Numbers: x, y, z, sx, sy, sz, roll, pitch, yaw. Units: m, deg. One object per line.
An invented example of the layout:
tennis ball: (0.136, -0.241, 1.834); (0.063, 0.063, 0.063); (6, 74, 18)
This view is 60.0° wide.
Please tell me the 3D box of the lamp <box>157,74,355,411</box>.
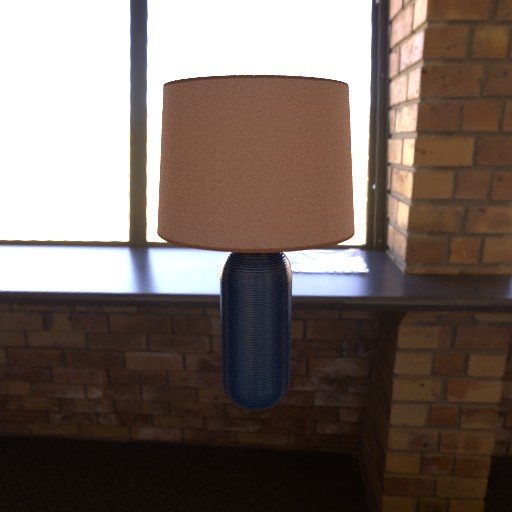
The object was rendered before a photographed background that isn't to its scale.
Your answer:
lamp: (0.000, 0.000, 0.851); (0.367, 0.609, 0.367); (0, 15, 0)
